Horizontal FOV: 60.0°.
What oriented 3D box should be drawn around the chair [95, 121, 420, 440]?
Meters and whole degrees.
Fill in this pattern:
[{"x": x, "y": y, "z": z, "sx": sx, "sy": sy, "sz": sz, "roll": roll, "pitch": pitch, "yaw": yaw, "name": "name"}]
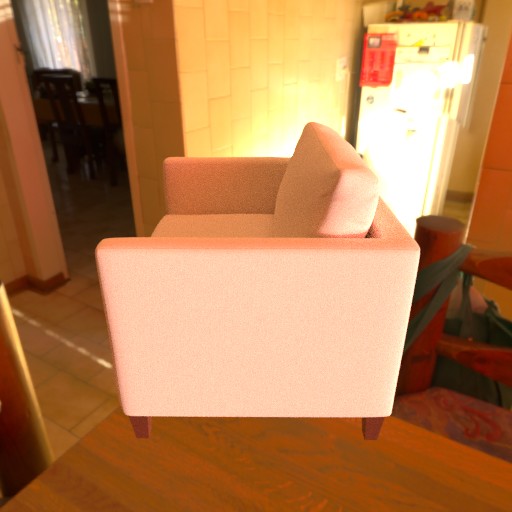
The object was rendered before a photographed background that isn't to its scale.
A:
[{"x": 0.000, "y": 0.000, "z": 1.680, "sx": 0.878, "sy": 0.885, "sz": 1.019, "roll": 0, "pitch": 26, "yaw": 0, "name": "chair"}]
